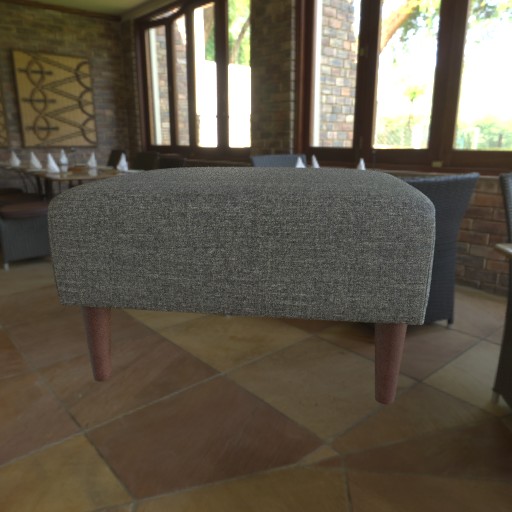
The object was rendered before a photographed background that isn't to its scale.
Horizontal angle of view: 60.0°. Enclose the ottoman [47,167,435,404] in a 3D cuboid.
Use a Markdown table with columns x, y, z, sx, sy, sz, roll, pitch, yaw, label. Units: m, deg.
| x | y | z | sx | sy | sz | roll | pitch | yaw | label |
| --- | --- | --- | --- | --- | --- | --- | --- | --- | --- |
| 0.000 | 0.000 | 1.048 | 0.655 | 0.399 | 0.648 | 2 | 15 | 8 | ottoman |
